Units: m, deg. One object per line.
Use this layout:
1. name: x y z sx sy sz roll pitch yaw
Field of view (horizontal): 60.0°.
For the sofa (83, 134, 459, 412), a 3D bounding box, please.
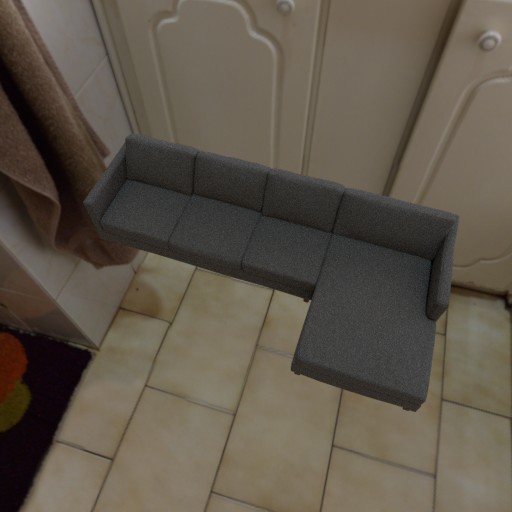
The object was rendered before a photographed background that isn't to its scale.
1. sofa: 0.000 0.000 3.903 3.186 0.846 1.625 16 59 10
